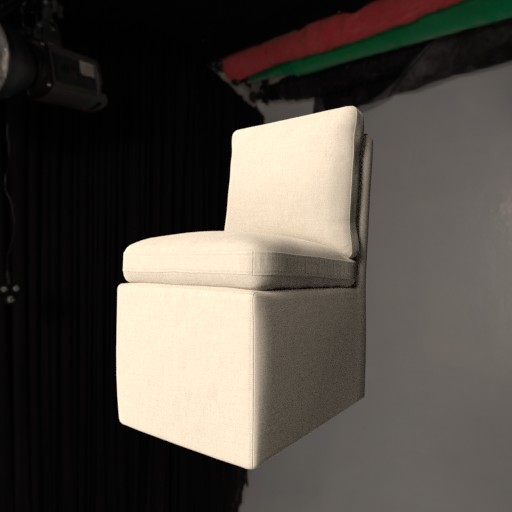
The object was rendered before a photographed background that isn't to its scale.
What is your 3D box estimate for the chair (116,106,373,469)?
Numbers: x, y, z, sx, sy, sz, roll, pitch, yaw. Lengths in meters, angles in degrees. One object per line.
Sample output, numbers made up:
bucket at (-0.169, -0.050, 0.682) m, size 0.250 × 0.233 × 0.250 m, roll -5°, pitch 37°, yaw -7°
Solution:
chair at (0.000, 0.000, 1.346) m, size 0.503 × 0.927 × 0.698 m, roll 0°, pitch 0°, yaw 37°
